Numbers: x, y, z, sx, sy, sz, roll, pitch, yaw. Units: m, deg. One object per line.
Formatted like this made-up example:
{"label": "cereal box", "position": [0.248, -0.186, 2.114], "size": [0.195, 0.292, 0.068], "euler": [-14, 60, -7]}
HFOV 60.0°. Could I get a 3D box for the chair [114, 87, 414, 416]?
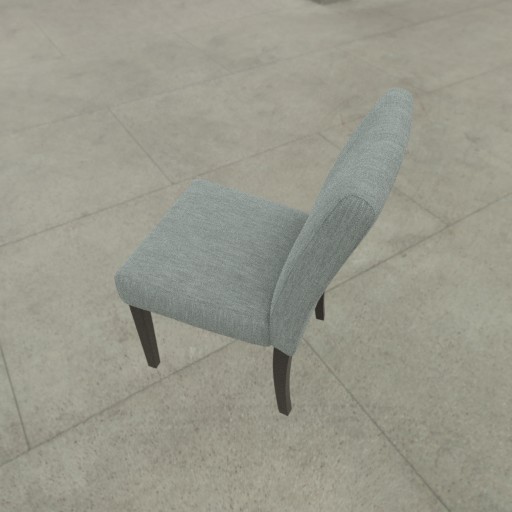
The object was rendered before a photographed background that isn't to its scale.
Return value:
{"label": "chair", "position": [0.000, 0.000, 1.240], "size": [0.629, 0.884, 0.487], "euler": [16, 48, 15]}
